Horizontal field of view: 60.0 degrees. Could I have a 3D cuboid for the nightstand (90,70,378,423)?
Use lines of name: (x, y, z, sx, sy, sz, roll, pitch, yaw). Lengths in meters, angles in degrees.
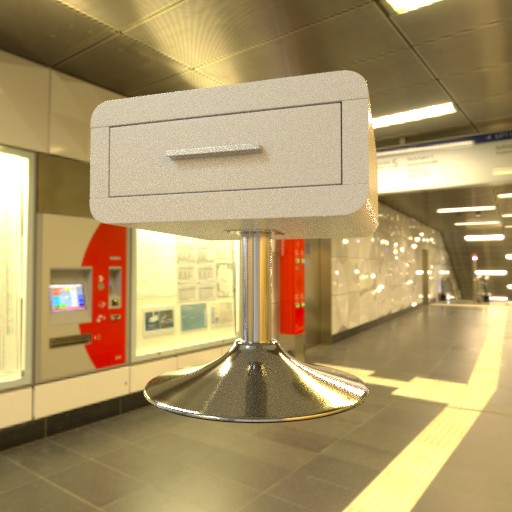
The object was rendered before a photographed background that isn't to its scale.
nightstand: (0.000, 0.000, 0.768, 0.399, 0.447, 0.404, -1, -2, 17)
